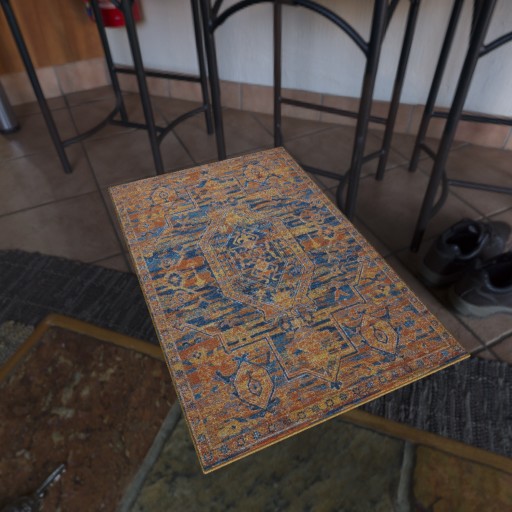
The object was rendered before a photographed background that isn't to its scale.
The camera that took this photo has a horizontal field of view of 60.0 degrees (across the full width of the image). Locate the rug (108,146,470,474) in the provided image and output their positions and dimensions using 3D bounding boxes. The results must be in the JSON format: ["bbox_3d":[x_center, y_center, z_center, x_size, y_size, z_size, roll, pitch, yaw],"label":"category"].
[{"bbox_3d":[0.000,0.000,2.216,1.148,0.013,1.758,-17,47,-16],"label":"rug"}]
